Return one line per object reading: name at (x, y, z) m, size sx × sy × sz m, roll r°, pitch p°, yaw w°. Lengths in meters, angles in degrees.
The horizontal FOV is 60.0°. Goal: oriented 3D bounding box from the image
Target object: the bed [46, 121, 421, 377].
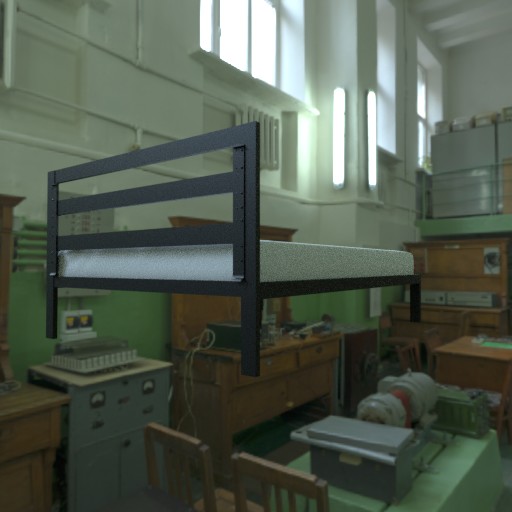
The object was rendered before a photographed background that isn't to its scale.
bed at (0.000, 0.000, 2.940) m, size 1.524 × 0.967 × 2.062 m, roll -1°, pitch -2°, yaw 37°
